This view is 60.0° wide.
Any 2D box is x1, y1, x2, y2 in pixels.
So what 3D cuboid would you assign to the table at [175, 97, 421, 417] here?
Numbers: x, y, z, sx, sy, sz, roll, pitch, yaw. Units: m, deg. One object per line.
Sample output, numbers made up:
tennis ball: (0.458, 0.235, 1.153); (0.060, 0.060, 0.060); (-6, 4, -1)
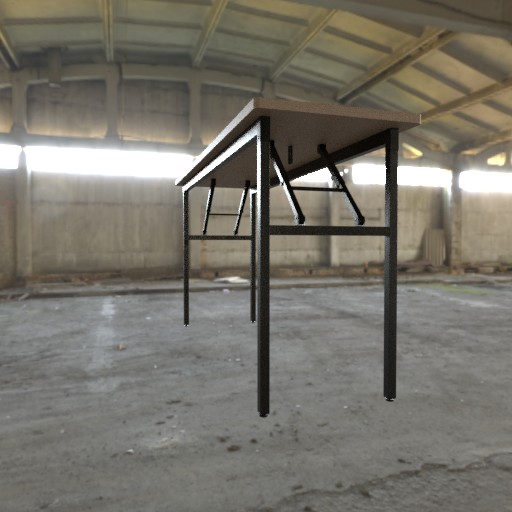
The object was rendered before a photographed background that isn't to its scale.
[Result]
table: (0.000, 0.000, 1.730); (0.447, 0.750, 1.397); (0, 2, -18)
